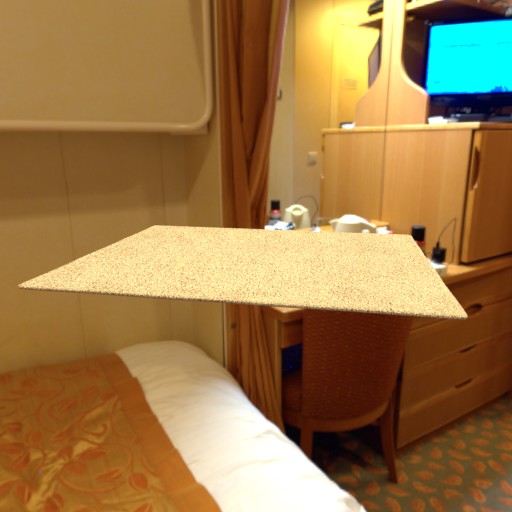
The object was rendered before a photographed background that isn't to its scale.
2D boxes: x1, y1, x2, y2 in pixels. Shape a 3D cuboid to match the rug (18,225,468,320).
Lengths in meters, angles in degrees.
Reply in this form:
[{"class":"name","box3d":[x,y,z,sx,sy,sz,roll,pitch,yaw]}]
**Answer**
[{"class":"rug","box3d":[0.000,0.000,4.065,3.047,0.029,2.438,3,15,11]}]
